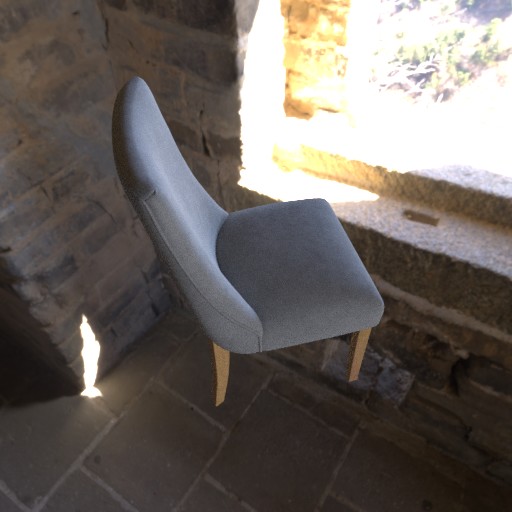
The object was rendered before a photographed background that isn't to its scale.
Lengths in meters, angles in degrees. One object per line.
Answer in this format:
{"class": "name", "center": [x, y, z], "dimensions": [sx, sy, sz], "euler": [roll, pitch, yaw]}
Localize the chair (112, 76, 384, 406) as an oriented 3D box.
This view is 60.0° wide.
{"class": "chair", "center": [0.000, 0.000, 1.264], "dimensions": [0.610, 0.902, 0.495], "euler": [-10, 47, -9]}
